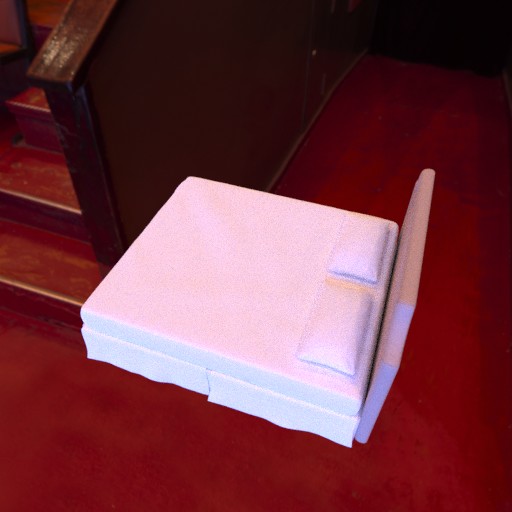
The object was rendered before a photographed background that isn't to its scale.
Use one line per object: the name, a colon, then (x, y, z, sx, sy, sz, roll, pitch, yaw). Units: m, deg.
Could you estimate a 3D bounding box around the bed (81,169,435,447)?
bed: (0.000, 0.000, 4.258, 2.773, 1.590, 2.350, 15, 47, 14)
